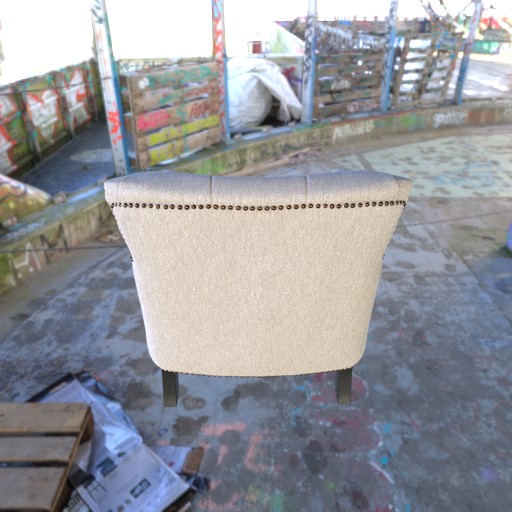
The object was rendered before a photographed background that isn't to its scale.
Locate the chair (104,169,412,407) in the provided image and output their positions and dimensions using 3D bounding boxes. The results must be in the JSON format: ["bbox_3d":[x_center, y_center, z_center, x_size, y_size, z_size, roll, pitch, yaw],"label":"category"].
[{"bbox_3d":[0.000,0.000,1.513,0.737,0.823,0.902,0,29,-1],"label":"chair"}]
